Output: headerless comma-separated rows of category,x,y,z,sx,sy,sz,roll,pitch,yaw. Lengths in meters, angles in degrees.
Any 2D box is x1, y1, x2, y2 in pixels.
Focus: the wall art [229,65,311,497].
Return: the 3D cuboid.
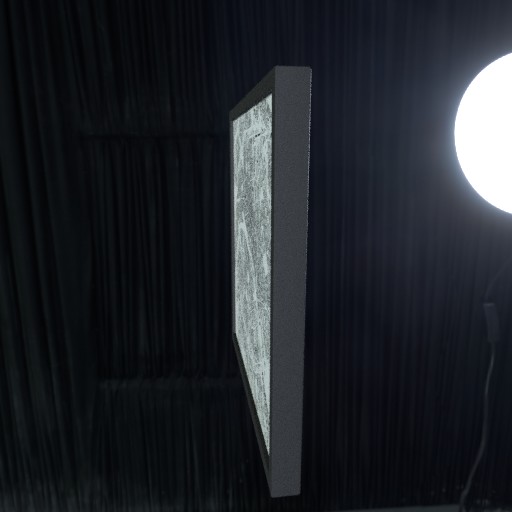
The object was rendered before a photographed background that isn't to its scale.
wall art,0.000,0.000,0.747,0.037,0.508,0.508,-2,13,-8
